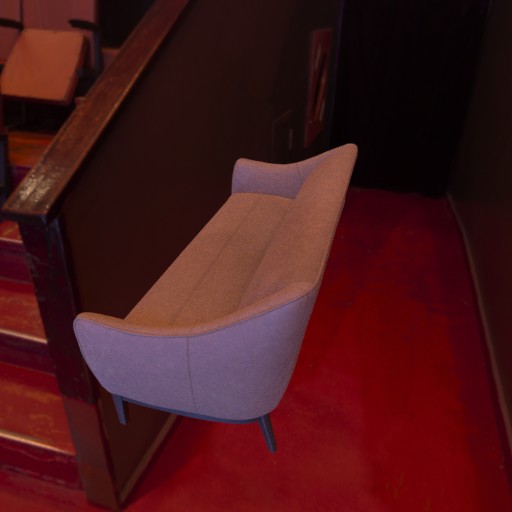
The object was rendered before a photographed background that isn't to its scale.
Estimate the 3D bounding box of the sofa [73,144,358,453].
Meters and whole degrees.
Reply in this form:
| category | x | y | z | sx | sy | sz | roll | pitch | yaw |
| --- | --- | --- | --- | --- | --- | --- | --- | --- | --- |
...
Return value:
| category | x | y | z | sx | sy | sz | roll | pitch | yaw |
| --- | --- | --- | --- | --- | --- | --- | --- | --- | --- |
| sofa | 0.000 | 0.000 | 2.368 | 0.869 | 0.830 | 1.928 | 8 | 31 | 14 |
